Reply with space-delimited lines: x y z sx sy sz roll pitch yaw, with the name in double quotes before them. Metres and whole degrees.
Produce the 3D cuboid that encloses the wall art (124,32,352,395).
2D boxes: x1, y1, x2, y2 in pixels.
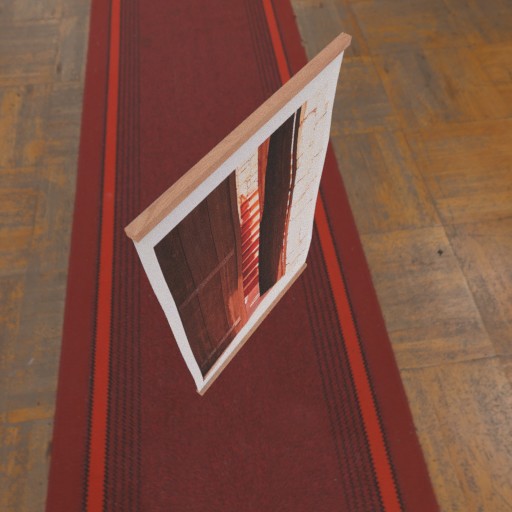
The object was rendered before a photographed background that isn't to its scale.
"wall art" 0.000 0.000 0.638 0.012 0.508 0.332 33 64 18
